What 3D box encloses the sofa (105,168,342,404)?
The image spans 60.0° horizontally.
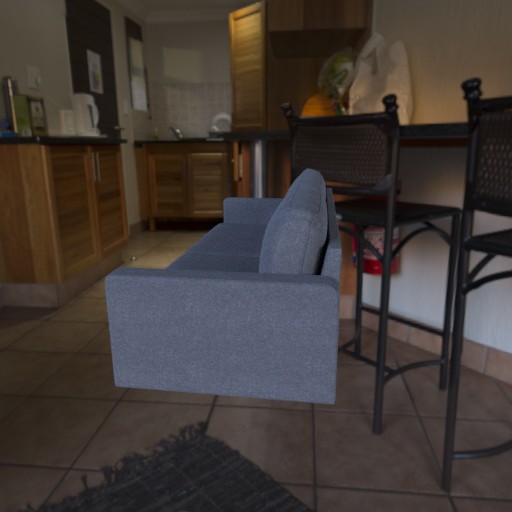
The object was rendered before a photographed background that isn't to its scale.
[{"bbox_3d":[0.000,0.000,2.576,0.880,0.880,2.100,2,15,8],"label":"sofa"}]
